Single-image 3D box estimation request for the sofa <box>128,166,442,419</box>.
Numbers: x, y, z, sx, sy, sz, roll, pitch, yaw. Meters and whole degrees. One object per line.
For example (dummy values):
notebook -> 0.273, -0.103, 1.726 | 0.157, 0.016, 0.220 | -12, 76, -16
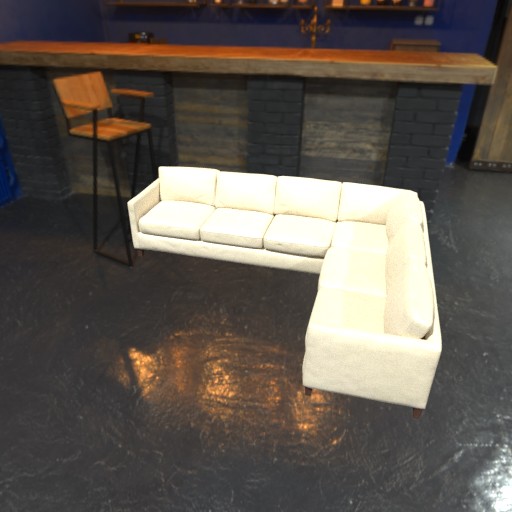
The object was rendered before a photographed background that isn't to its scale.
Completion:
sofa -> 0.000, 0.000, 4.501 | 3.302, 0.947, 2.593 | 8, 32, 13
